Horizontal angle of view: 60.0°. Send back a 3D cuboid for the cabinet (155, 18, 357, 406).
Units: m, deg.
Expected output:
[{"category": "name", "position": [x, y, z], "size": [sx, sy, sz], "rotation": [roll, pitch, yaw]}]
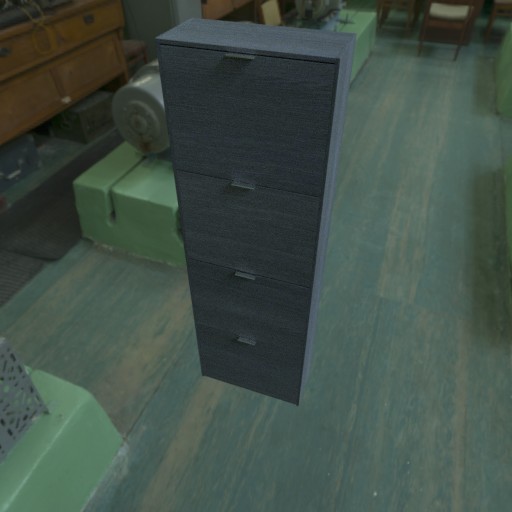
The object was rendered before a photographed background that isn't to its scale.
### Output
[{"category": "cabinet", "position": [0.000, 0.000, 1.776], "size": [0.520, 1.630, 0.255], "rotation": [13, 43, 15]}]
